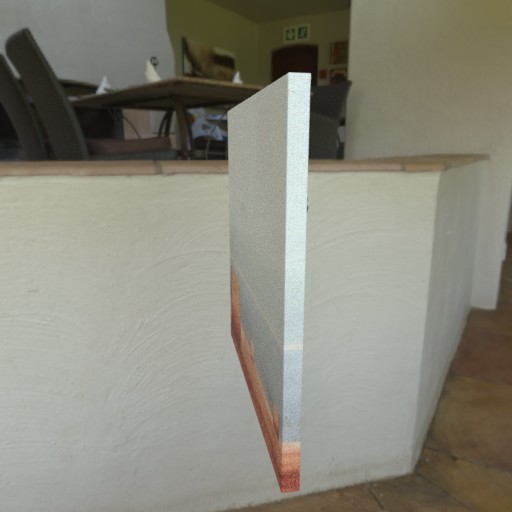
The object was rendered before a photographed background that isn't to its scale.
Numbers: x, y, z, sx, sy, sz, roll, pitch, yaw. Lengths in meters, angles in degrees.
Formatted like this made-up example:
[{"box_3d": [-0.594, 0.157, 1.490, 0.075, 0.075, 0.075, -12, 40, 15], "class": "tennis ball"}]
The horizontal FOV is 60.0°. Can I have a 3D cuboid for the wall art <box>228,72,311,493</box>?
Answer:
[{"box_3d": [0.000, 0.000, 0.603, 0.023, 0.405, 0.405, -3, 14, -10], "class": "wall art"}]
